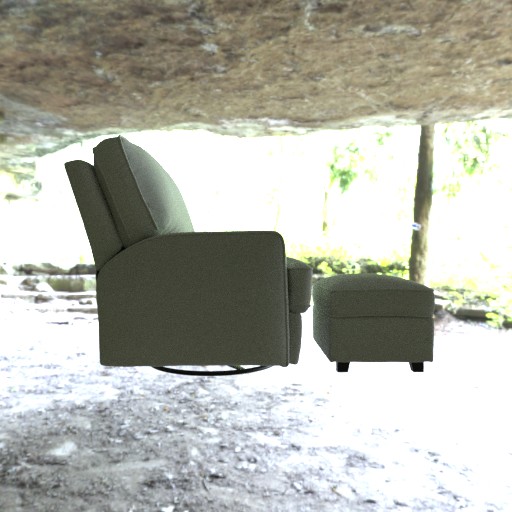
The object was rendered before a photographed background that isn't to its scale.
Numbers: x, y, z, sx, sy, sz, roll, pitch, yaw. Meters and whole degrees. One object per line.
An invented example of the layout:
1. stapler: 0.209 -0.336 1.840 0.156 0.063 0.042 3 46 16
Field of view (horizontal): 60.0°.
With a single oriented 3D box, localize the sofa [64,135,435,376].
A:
1. sofa: 0.000 0.000 2.062 1.472 0.959 0.861 0 0 0
